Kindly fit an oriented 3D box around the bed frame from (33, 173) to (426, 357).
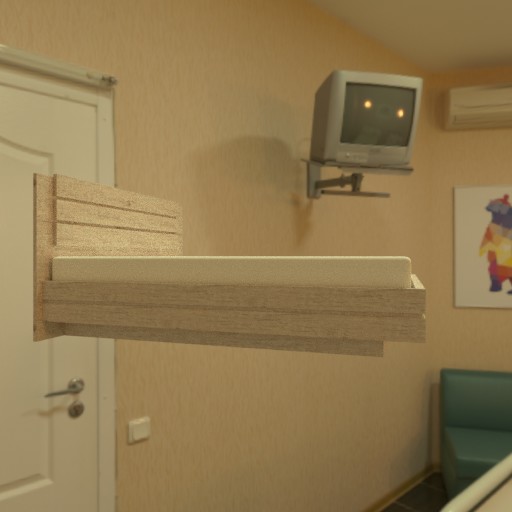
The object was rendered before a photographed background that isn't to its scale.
[{"bbox_3d":[0.000,0.000,3.015,2.080,0.970,1.750,0,0,18],"label":"bed frame"}]
